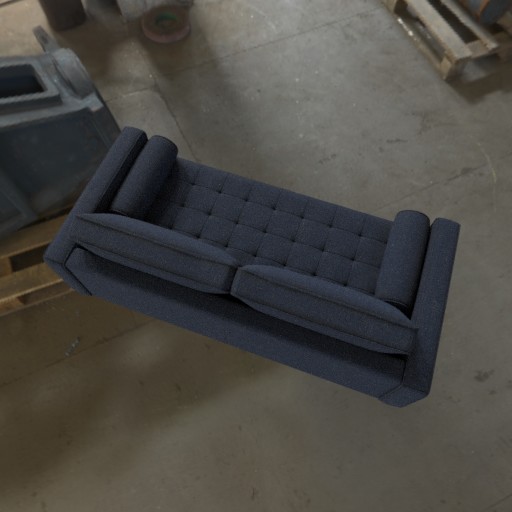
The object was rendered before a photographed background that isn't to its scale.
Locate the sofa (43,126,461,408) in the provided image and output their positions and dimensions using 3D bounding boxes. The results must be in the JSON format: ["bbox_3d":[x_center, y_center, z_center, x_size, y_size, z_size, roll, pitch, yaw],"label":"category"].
[{"bbox_3d":[0.000,0.000,2.338,1.880,0.762,0.914,18,66,9],"label":"sofa"}]
